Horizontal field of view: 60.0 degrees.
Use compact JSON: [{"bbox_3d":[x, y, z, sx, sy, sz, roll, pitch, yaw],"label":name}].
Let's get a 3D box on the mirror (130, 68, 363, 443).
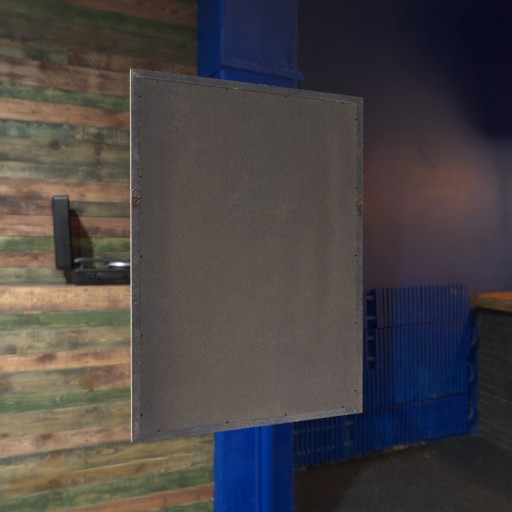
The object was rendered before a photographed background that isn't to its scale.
[{"bbox_3d":[0.000,0.000,1.296,0.705,0.996,0.025,0,1,-19],"label":"mirror"}]
